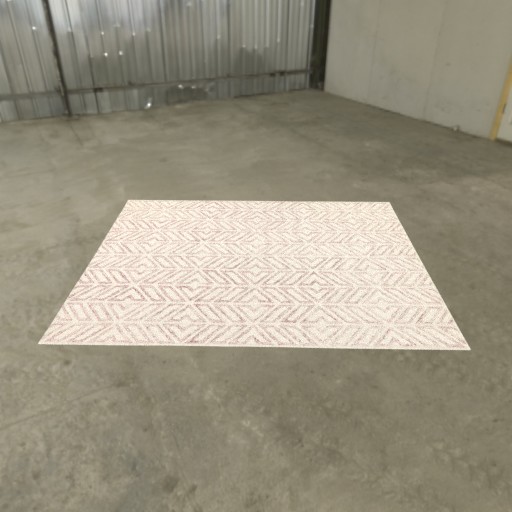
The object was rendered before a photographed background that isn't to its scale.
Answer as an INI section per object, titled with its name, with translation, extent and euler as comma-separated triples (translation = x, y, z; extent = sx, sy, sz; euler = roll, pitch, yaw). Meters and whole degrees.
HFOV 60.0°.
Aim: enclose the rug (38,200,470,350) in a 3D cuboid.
[rug]
translation = 0.000, 0.000, 4.143
extent = 3.045, 0.008, 2.421
euler = 1, 32, 1
